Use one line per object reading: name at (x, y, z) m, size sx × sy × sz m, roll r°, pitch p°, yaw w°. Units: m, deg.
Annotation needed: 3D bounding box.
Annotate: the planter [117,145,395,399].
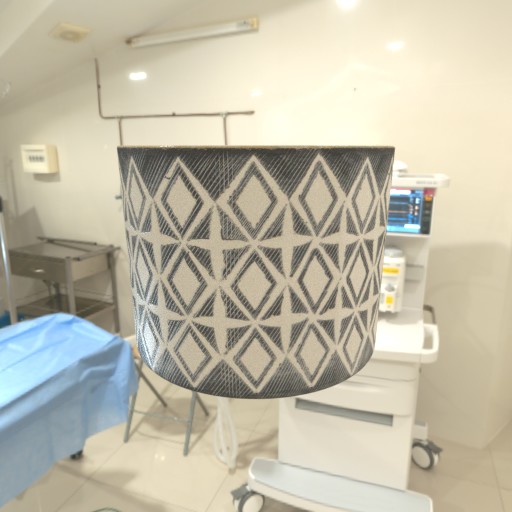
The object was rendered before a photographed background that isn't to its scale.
planter at (0.000, 0.000, 0.340) m, size 0.192 × 0.165 × 0.192 m, roll 0°, pitch 14°, yaw 0°
